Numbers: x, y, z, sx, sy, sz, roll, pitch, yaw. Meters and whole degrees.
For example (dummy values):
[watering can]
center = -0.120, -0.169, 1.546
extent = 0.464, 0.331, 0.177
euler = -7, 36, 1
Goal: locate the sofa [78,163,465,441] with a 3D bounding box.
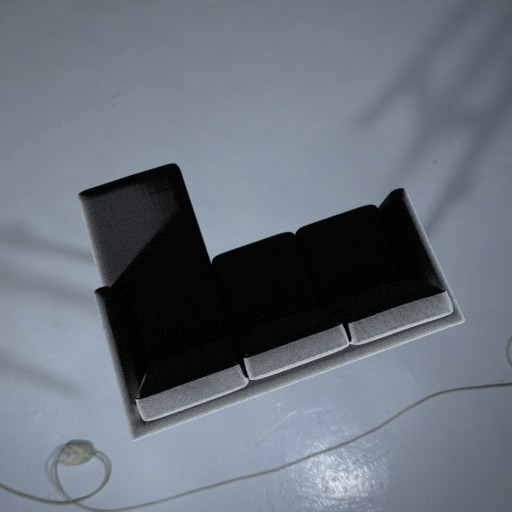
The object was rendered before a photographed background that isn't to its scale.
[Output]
[sofa]
center = 0.000, 0.000, 2.939
extent = 2.055, 0.957, 1.667
euler = -19, 77, -4
